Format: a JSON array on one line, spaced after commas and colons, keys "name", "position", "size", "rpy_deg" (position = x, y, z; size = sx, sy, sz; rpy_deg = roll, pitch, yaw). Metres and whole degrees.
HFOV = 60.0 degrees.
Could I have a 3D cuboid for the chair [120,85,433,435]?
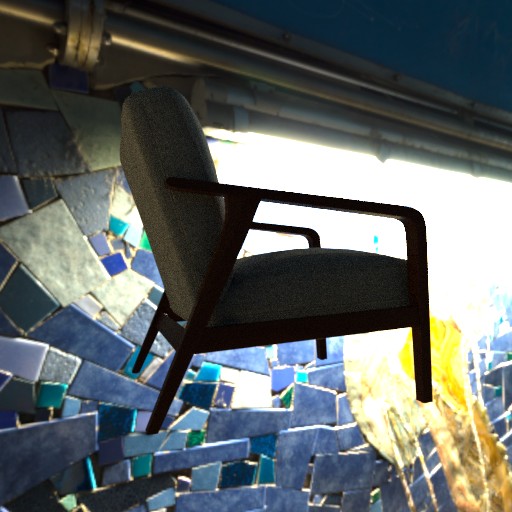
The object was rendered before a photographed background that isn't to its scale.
[{"name": "chair", "position": [0.000, 0.000, 1.449], "size": [0.858, 0.847, 0.704], "rpy_deg": [1, -2, -18]}]
